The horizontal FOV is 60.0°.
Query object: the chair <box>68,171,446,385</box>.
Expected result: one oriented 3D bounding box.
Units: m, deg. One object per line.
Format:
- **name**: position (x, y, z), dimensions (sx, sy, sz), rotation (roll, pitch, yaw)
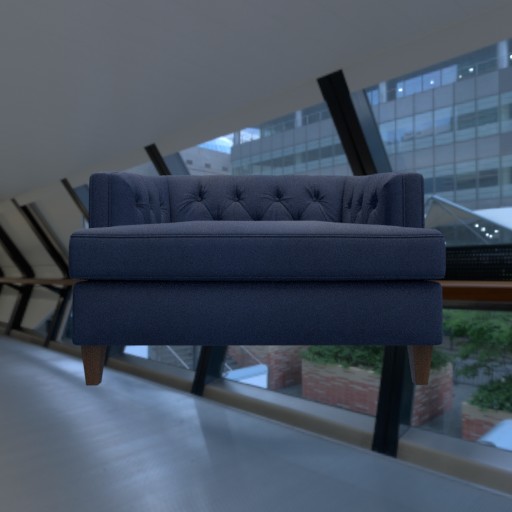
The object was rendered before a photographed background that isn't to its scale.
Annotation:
- **chair**: position (0.000, 0.000, 1.722), dimensions (1.118, 0.787, 0.914), rotation (0, -1, 0)
